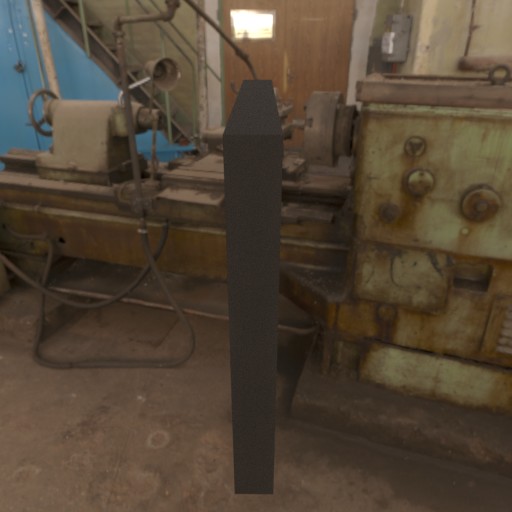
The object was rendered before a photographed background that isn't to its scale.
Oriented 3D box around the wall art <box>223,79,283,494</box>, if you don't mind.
[{"bbox_3d":[0.000,0.000,0.448,0.033,0.304,0.305,0,27,1],"label":"wall art"}]
